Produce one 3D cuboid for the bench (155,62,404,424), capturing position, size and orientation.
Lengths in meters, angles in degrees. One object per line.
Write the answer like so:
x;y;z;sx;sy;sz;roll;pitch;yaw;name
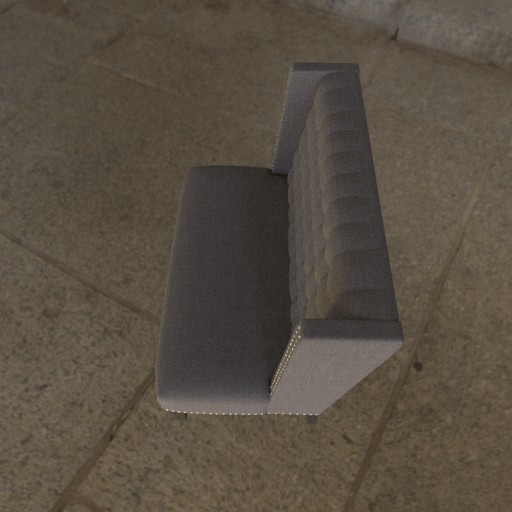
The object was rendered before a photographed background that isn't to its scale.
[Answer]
0.000;0.000;2.016;0.842;1.121;1.276;1;57;1;bench
